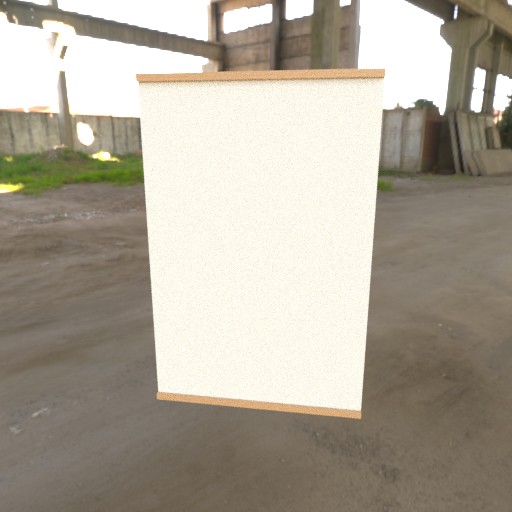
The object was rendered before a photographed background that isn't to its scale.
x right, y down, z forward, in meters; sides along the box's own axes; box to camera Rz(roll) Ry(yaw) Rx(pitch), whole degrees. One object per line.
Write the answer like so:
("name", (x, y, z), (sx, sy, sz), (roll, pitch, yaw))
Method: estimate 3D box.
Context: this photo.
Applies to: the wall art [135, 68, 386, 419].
("wall art", (0.000, 0.000, 1.317), (0.669, 1.020, 0.027), (2, 15, 9))
